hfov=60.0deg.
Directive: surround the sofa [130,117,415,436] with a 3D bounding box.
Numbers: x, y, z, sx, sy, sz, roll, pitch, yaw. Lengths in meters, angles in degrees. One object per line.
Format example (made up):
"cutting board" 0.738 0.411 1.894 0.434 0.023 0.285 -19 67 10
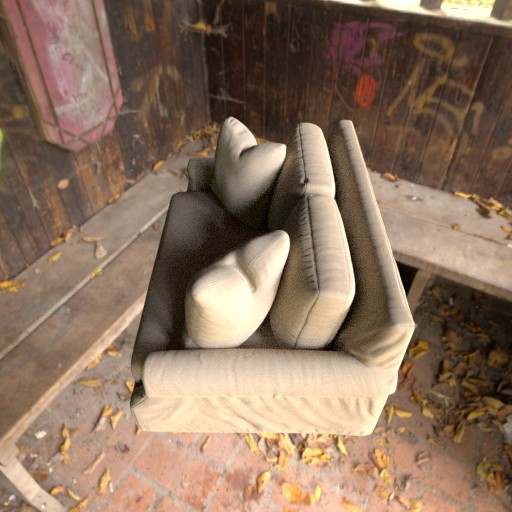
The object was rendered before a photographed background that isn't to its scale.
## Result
"sofa" 0.000 0.000 2.190 1.070 0.905 1.550 0 44 0
